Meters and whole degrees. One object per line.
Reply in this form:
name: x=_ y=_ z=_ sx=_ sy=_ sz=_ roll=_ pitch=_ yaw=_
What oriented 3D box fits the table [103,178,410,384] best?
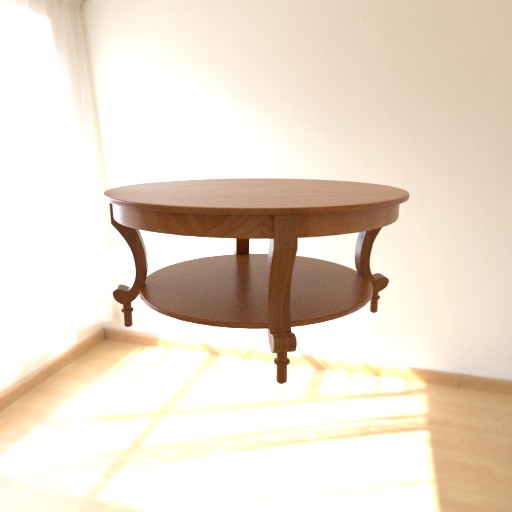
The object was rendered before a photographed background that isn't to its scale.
table: x=0.000 y=0.000 z=1.620 sx=1.029 sy=0.490 sz=1.029 roll=0 pitch=14 yaw=0
